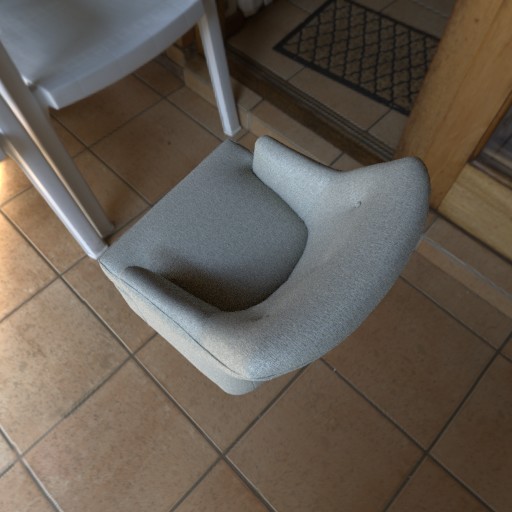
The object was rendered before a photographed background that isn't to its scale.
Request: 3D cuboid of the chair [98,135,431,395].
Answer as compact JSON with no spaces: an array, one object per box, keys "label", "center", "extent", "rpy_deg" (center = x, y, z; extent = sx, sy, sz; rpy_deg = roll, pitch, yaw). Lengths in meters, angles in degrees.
[{"label":"chair","center":[0.000,0.000,1.634],"extent":[0.923,0.856,0.864],"rpy_deg":[35,67,17]}]
